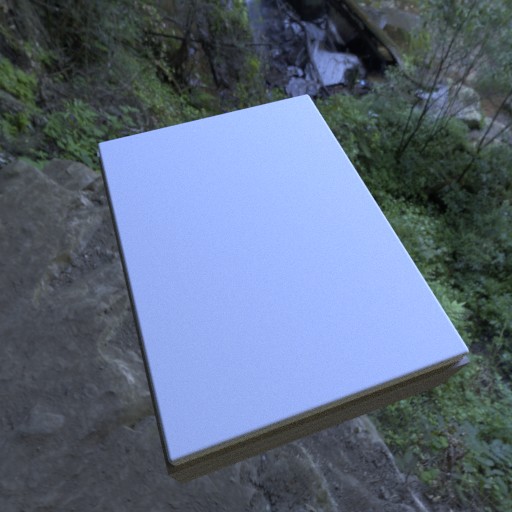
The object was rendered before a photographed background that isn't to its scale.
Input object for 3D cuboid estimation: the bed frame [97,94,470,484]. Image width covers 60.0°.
[{"bbox_3d":[0.000,0.000,2.564,1.448,0.490,1.944,-17,60,-10],"label":"bed frame"}]
